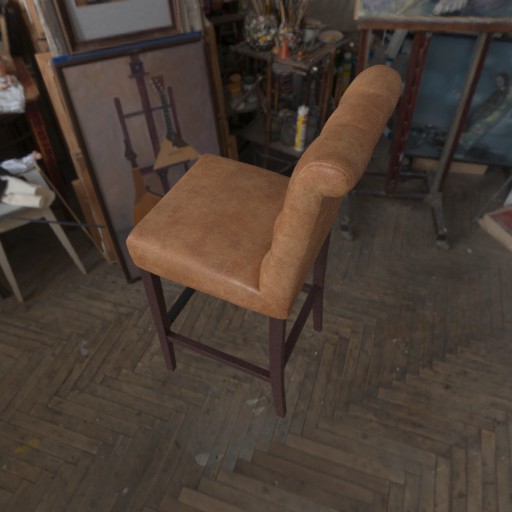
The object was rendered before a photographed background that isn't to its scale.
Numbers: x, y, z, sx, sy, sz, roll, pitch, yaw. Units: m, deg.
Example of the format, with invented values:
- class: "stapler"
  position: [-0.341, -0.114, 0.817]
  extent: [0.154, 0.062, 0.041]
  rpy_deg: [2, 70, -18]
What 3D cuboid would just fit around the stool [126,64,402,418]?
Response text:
- class: "stool"
  position: [0.000, 0.000, 1.415]
  extent: [0.601, 1.140, 0.493]
  rpy_deg: [18, 49, 17]
